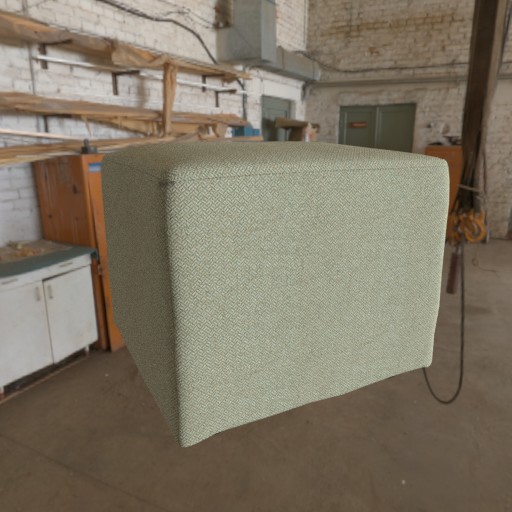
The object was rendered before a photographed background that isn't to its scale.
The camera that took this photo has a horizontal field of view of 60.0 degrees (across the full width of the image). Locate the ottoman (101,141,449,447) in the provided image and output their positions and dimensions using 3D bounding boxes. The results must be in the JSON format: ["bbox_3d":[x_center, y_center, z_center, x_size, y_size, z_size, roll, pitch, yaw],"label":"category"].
[{"bbox_3d":[0.000,0.000,0.907,0.521,0.453,0.512,-8,17,-26],"label":"ottoman"}]
